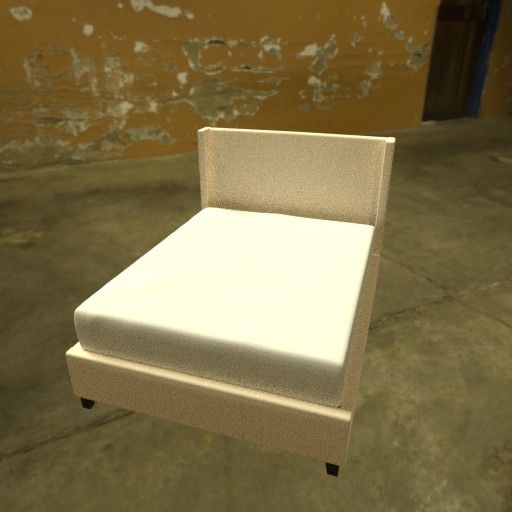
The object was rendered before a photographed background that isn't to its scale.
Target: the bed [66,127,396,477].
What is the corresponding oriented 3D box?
[{"bbox_3d":[0.000,0.000,3.359,1.765,1.471,2.280,8,27,16],"label":"bed"}]
